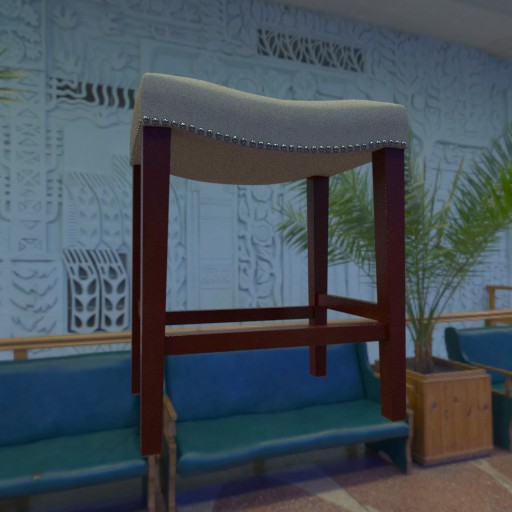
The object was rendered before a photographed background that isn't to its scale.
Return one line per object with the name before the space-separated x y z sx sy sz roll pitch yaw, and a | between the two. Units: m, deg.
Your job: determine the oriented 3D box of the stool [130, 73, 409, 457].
stool | 0.000 0.000 0.945 0.509 0.632 0.375 0 0 -18
